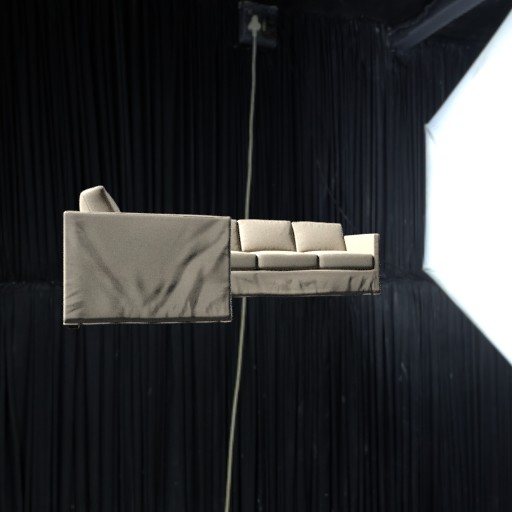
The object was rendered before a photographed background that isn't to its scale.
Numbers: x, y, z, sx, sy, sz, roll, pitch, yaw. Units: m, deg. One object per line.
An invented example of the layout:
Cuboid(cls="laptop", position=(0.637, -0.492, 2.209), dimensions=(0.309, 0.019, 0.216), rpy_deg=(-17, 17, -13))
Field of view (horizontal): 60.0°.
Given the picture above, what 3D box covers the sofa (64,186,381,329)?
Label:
Cuboid(cls="sofa", position=(0.000, 0.000, 4.201), dimensions=(3.182, 0.871, 2.432), rpy_deg=(0, 0, -19))
